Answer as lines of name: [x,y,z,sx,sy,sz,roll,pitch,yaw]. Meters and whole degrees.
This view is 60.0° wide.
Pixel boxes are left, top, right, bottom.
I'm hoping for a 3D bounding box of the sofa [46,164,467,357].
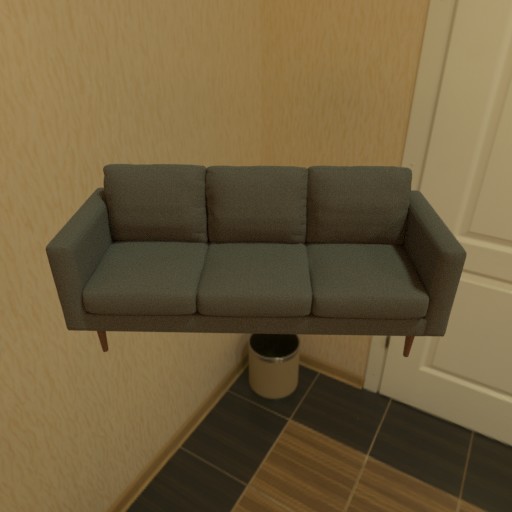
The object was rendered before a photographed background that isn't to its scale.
sofa: [0.000,0.000,2.546,2.029,0.912,0.802,1,31,1]
